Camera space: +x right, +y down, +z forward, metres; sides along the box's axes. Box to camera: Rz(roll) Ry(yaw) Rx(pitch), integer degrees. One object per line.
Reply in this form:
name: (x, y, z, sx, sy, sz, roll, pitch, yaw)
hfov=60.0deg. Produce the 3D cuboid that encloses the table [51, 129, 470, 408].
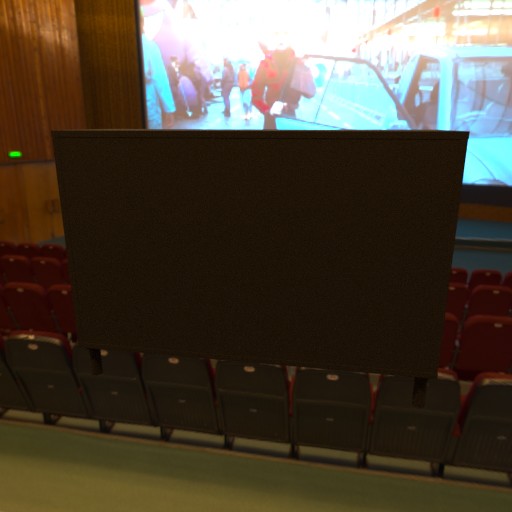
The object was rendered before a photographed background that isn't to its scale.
table: (0.000, 0.000, 1.563, 1.200, 0.855, 0.400, 3, 17, 9)
